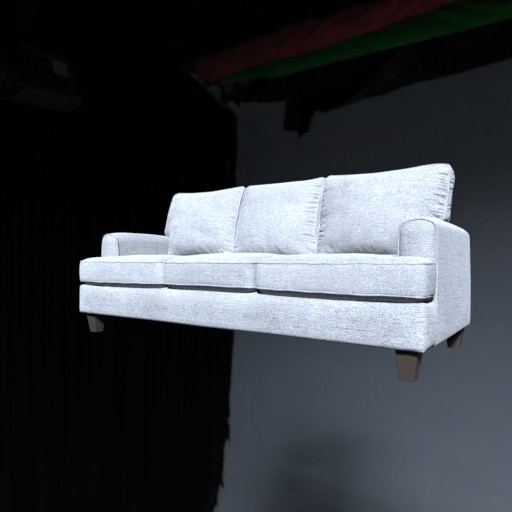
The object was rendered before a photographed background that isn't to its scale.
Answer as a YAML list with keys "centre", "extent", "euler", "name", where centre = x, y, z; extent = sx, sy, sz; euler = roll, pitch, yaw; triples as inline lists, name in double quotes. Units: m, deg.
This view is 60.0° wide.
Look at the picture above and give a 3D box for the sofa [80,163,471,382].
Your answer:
- centre: [0.000, 0.000, 2.588]
  extent: [2.158, 0.965, 0.951]
  euler: [0, 0, 35]
  name: "sofa"
